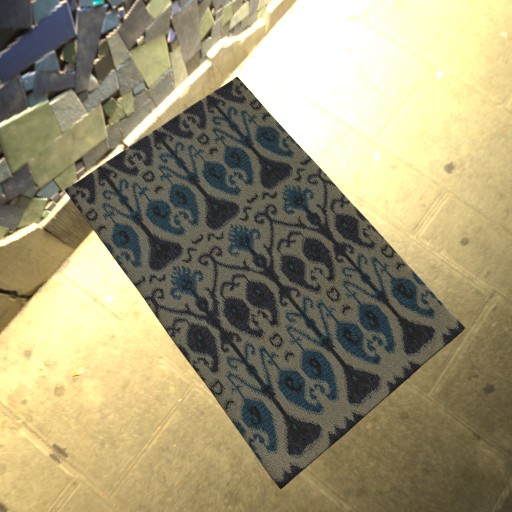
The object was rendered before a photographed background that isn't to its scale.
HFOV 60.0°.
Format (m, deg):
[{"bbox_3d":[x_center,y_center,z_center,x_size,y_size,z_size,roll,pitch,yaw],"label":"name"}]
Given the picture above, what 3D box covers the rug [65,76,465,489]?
[{"bbox_3d":[0.000,0.000,2.085,1.072,0.013,1.698,-37,77,-10],"label":"rug"}]
